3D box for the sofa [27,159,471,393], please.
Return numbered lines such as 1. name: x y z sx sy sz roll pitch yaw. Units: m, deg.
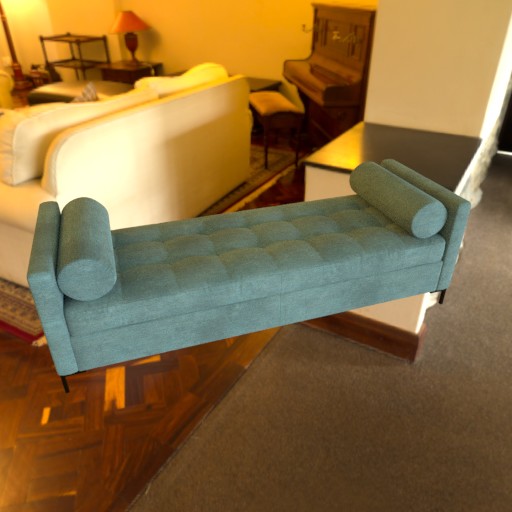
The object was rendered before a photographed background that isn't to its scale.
1. sofa: 0.000 0.000 2.291 1.981 0.635 0.686 -10 33 -16
